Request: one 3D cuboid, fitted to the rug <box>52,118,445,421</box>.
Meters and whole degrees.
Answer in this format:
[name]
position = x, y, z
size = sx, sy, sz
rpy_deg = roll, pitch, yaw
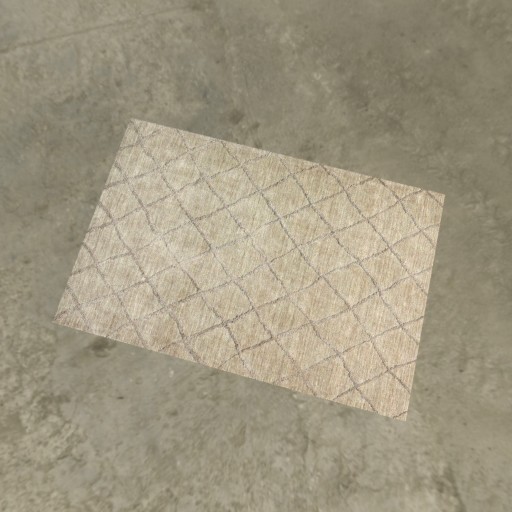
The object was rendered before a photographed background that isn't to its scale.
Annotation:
[rug]
position = 0.000, 0.000, 2.937
size = 2.280, 0.015, 1.521
rpy_deg = 15, 76, 4
